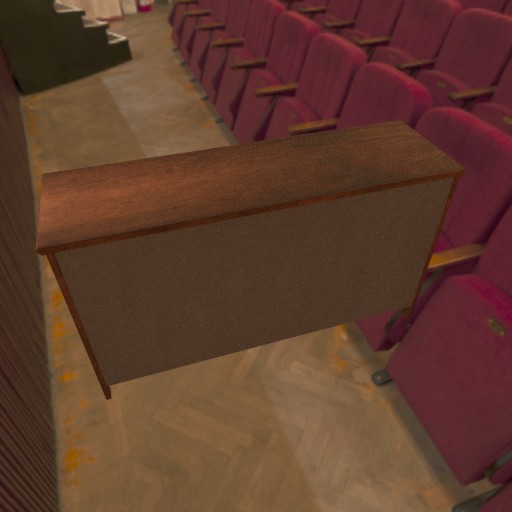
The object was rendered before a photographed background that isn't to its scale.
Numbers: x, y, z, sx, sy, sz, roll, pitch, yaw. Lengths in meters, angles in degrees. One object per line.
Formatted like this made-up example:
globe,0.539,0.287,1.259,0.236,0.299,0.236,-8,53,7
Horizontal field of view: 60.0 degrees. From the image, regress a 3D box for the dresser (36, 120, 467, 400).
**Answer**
dresser,0.000,0.000,1.962,1.551,0.856,0.463,-12,42,-13
